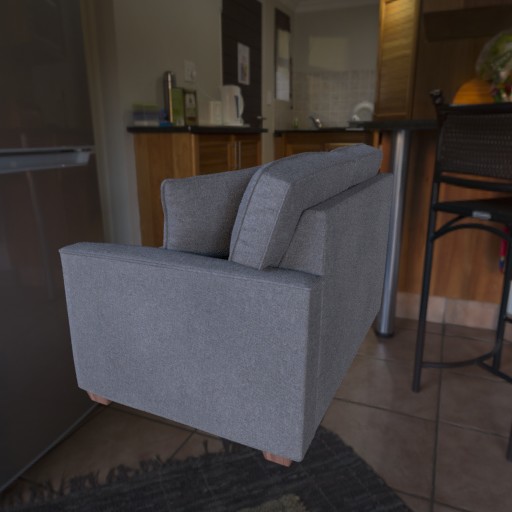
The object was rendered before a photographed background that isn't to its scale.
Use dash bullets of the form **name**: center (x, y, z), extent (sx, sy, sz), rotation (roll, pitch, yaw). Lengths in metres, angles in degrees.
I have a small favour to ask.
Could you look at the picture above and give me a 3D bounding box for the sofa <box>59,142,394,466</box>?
- **sofa**: center (0.000, 0.000, 2.056), extent (0.991, 0.989, 1.388), rotation (8, 18, 24)
